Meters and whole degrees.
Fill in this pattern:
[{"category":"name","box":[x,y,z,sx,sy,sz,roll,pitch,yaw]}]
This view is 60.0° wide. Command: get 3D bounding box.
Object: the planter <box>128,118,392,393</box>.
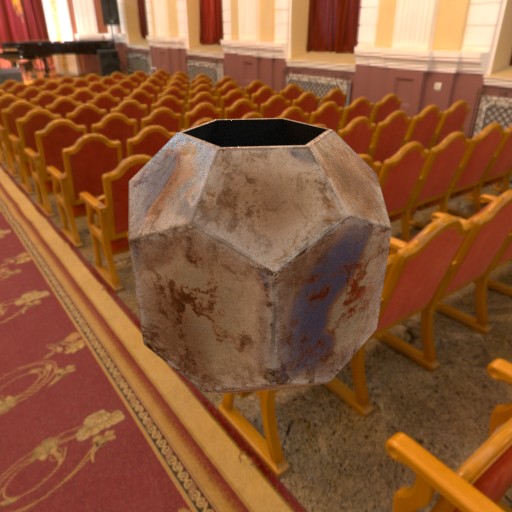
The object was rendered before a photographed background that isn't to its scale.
[{"category":"planter","box":[0.000,0.000,0.429,0.243,0.238,0.221,-18,33,-31]}]
